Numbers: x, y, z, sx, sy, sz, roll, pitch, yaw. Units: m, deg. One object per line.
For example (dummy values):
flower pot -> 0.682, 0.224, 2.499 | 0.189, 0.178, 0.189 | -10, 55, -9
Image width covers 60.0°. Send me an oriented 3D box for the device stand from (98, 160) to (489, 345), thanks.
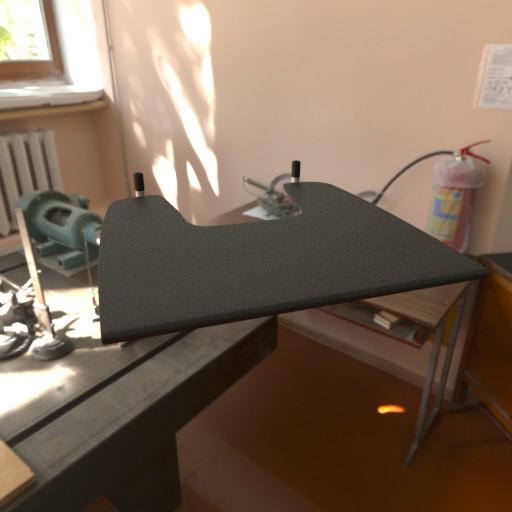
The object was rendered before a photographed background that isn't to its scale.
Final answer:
device stand -> 0.000, 0.000, 0.350 | 0.230, 0.092, 0.230 | -8, 26, -16
